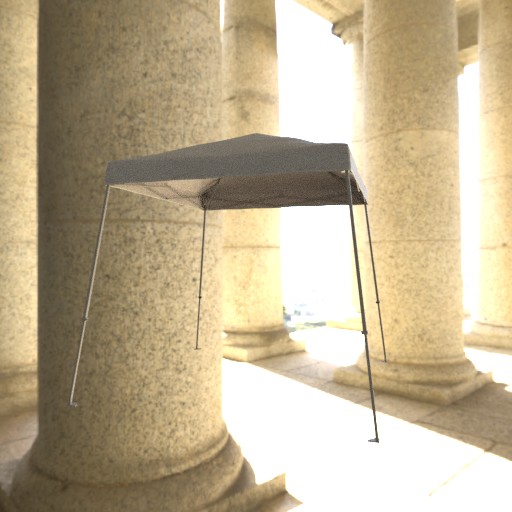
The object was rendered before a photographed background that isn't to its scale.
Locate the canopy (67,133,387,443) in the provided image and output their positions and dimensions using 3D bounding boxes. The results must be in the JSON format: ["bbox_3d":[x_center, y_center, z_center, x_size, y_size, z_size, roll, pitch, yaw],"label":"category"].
[{"bbox_3d":[0.000,0.000,6.482,3.599,3.600,3.600,0,-1,18],"label":"canopy"}]
